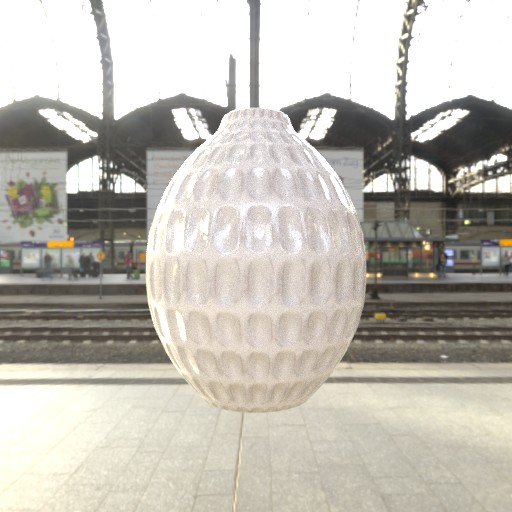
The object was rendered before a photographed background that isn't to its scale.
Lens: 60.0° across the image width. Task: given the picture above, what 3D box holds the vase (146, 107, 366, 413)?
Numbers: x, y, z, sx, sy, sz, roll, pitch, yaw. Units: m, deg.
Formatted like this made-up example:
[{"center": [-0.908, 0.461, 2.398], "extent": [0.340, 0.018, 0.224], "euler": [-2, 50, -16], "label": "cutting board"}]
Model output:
[{"center": [0.000, 0.000, 0.265], "extent": [0.128, 0.167, 0.128], "euler": [0, -1, 0], "label": "vase"}]
